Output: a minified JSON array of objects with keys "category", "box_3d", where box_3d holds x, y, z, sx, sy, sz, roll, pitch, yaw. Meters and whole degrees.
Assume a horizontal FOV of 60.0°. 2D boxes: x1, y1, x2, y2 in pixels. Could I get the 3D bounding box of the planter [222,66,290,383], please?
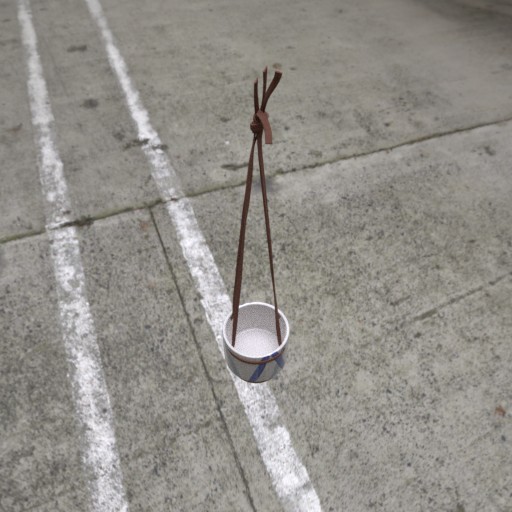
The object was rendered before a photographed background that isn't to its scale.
[{"category":"planter","box_3d":[0.000,0.000,0.830,0.153,0.753,0.157,-17,49,-15]}]
